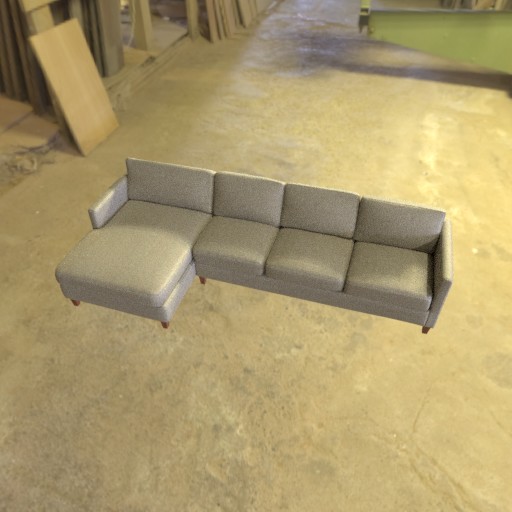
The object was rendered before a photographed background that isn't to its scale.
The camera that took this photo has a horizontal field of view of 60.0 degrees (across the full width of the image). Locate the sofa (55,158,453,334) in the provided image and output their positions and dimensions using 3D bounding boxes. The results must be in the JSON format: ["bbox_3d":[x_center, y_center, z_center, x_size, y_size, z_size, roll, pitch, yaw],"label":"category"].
[{"bbox_3d":[0.000,0.000,3.913,3.201,0.876,1.502,11,43,13],"label":"sofa"}]
